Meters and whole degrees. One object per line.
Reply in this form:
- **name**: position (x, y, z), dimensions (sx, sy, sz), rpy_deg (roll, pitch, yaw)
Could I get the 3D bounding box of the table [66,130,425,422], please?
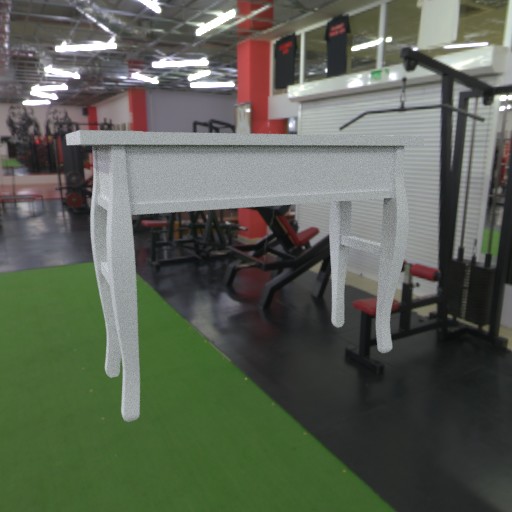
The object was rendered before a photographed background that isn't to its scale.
- **table**: position (0.000, 0.000, 1.462), dimensions (1.062, 0.768, 0.373), rpy_deg (-7, 15, -26)
